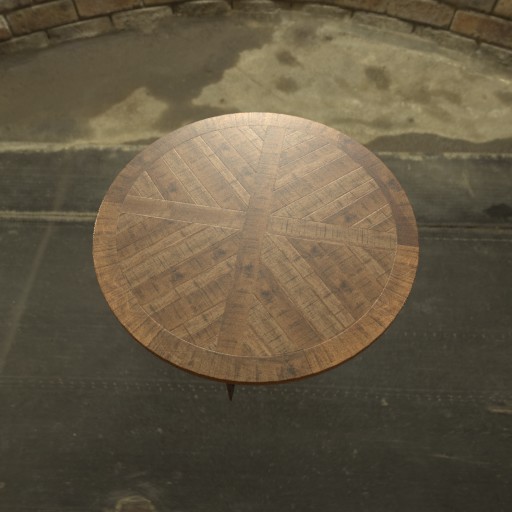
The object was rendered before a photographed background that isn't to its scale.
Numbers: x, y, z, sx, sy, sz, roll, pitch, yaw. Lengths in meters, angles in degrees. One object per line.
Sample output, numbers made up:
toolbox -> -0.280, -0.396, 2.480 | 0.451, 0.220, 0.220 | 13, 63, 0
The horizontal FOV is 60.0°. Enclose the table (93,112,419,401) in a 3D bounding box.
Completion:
table -> 0.000, 0.000, 1.963 | 1.264, 0.516, 1.264 | 0, 59, 0
